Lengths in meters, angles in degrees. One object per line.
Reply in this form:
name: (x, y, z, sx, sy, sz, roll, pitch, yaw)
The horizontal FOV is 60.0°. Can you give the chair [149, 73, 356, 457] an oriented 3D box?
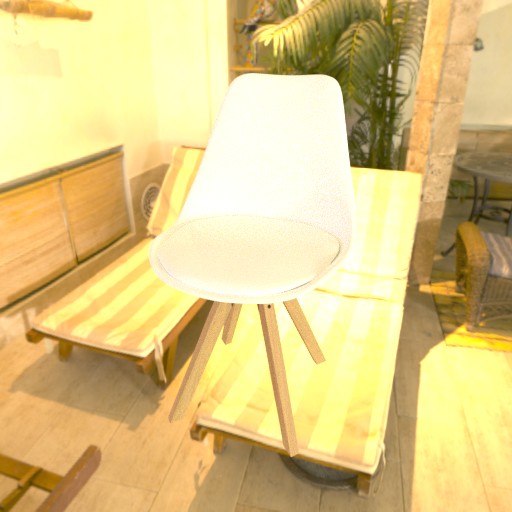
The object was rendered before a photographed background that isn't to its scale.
chair: (0.000, 0.000, 1.154, 0.485, 0.849, 0.550, 8, 27, 17)
